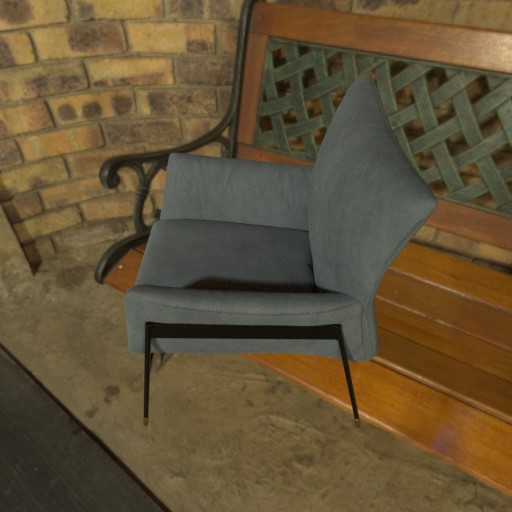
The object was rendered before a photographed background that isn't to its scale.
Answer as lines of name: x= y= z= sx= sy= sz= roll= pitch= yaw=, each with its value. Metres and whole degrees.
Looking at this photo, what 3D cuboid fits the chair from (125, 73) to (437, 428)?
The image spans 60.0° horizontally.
chair: x=0.000 y=0.000 z=1.338 sx=0.709 sy=0.858 sz=0.678 roll=0 pitch=41 yaw=0
